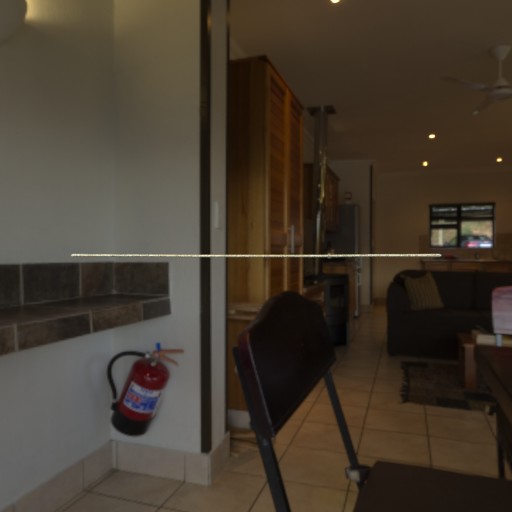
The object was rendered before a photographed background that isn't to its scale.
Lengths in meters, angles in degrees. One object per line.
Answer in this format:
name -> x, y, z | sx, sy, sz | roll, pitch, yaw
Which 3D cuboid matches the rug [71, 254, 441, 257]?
rug -> 0.000, 0.000, 2.225 | 1.143, 0.010, 1.758 | 0, 0, 0
